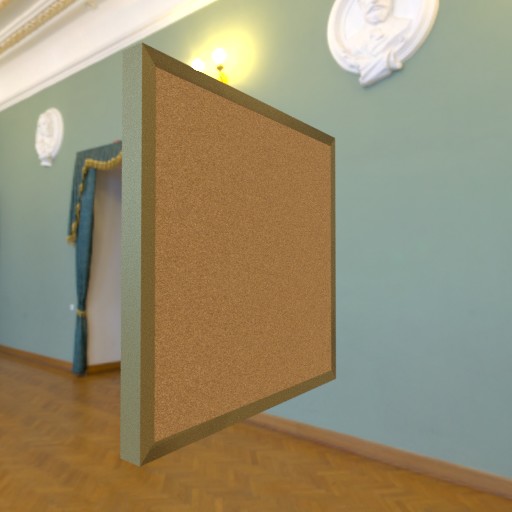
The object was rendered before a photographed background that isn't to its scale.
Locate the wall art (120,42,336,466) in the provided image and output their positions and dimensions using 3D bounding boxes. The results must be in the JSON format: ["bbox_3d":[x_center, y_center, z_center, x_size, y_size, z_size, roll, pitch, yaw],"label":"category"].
[{"bbox_3d":[0.000,0.000,0.744,0.038,0.508,0.507,-1,-1,37],"label":"wall art"}]
